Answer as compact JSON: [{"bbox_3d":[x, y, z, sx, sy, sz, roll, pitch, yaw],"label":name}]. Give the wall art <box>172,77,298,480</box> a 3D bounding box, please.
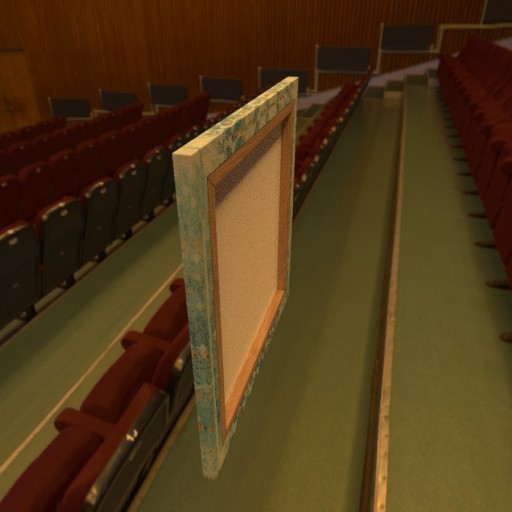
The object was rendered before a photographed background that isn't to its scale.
[{"bbox_3d":[0.000,0.000,1.376,0.040,0.916,0.916,8,31,14],"label":"wall art"}]
